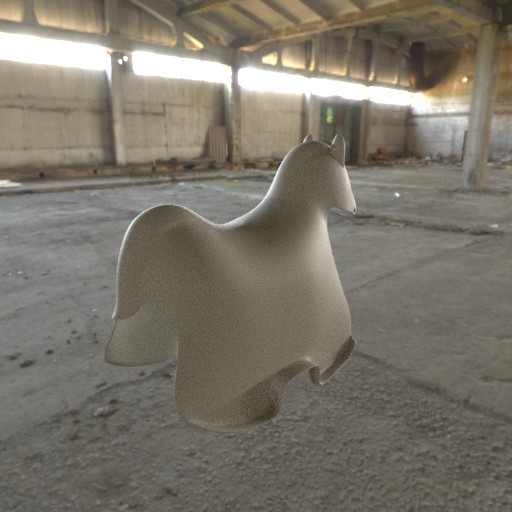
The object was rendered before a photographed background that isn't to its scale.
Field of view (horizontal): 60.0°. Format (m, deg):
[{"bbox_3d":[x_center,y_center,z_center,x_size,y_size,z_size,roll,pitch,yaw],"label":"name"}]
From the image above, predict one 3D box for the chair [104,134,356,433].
[{"bbox_3d":[0.000,0.000,1.143,0.800,0.612,0.429,-14,20,-42],"label":"chair"}]
